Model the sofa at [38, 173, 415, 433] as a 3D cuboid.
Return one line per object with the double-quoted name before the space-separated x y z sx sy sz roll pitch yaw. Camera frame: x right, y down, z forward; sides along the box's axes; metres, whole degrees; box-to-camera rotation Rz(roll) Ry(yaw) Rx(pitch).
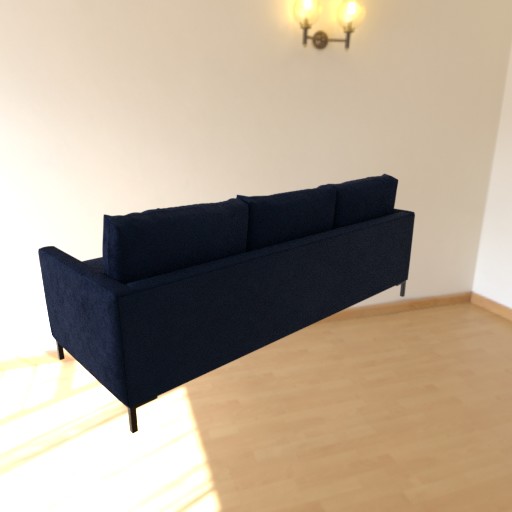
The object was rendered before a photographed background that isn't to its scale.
"sofa" 0.000 0.000 2.695 2.252 0.879 0.875 -15 23 -41
